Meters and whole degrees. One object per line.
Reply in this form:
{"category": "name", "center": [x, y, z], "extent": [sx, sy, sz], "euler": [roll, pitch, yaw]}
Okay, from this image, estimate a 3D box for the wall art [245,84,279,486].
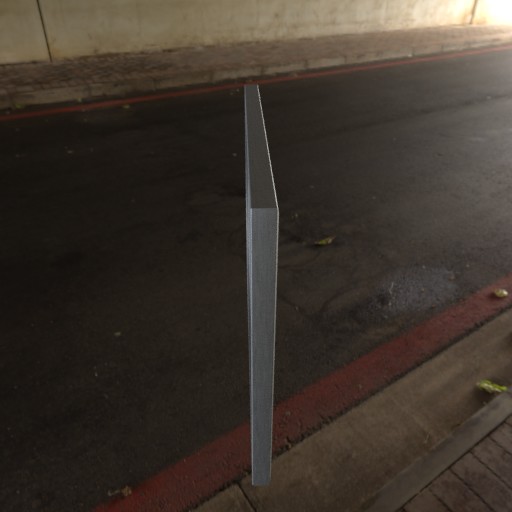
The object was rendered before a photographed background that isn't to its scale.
{"category": "wall art", "center": [0.000, 0.000, 0.771], "extent": [0.028, 0.457, 0.556], "euler": [-1, 32, -2]}
